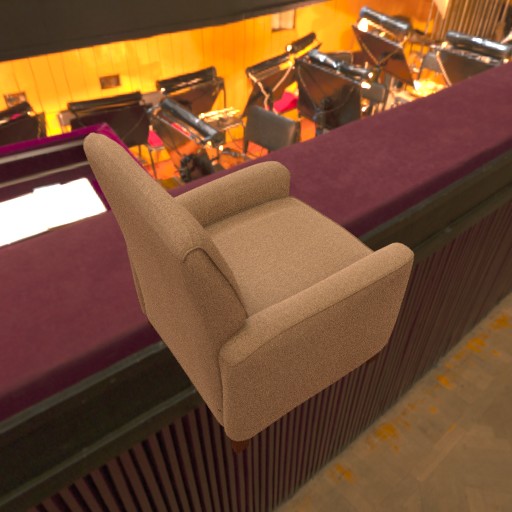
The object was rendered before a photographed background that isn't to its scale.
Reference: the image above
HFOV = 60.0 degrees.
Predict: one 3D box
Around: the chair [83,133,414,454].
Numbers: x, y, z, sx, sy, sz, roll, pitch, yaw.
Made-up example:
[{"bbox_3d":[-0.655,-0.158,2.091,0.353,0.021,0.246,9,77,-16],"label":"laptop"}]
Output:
[{"bbox_3d":[0.000,0.000,1.643,0.864,1.014,0.848,-25,46,-26],"label":"chair"}]
